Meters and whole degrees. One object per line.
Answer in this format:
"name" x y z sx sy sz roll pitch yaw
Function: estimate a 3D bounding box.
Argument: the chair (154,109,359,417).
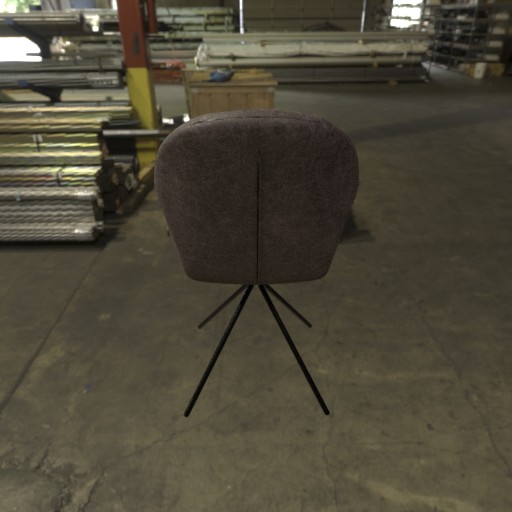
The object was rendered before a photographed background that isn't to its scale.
"chair" 0.000 0.000 1.295 0.527 0.934 0.640 0 29 -1
